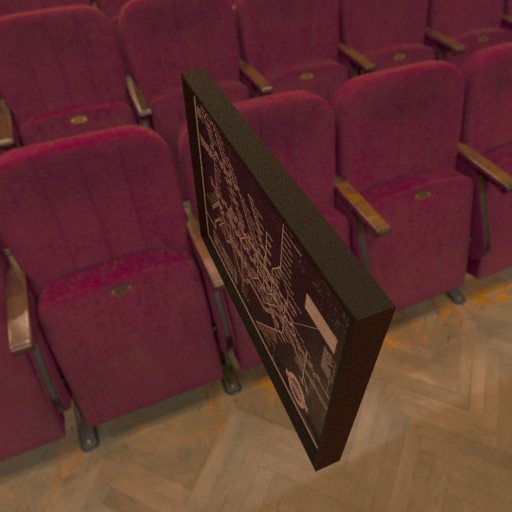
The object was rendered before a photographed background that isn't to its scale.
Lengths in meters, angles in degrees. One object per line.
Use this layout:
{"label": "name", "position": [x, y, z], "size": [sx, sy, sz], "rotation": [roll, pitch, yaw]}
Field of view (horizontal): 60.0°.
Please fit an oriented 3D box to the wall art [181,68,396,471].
{"label": "wall art", "position": [0.000, 0.000, 0.855], "size": [0.051, 0.456, 0.671], "rotation": [-17, 48, -16]}
